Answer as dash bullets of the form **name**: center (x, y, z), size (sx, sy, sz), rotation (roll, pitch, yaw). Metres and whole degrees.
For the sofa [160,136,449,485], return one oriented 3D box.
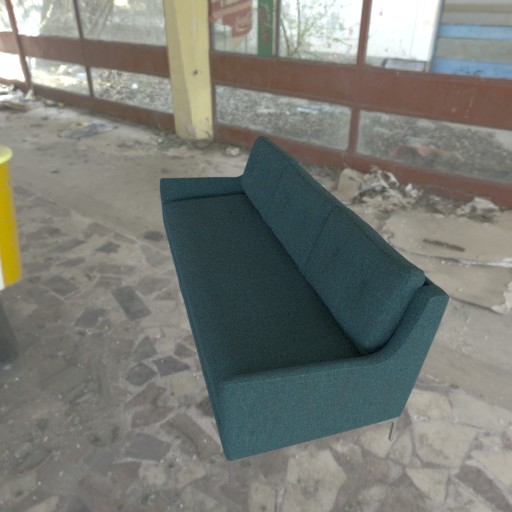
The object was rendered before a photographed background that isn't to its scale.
- **sofa**: center (0.000, 0.000, 2.477), size (0.849, 0.837, 2.060), rotation (-9, 32, -14)
